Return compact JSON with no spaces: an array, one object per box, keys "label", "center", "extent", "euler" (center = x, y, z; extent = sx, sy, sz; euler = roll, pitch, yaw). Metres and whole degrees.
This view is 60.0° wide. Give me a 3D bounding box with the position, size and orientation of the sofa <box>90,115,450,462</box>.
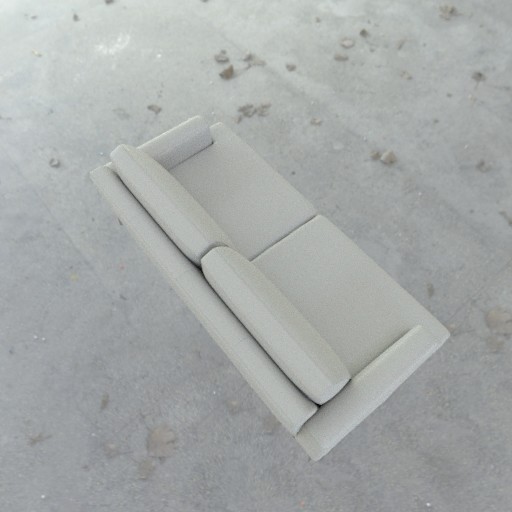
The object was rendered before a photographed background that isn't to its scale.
[{"label":"sofa","center":[0.000,0.000,2.419],"extent":[0.974,0.765,1.940],"euler":[-35,66,-18]}]
